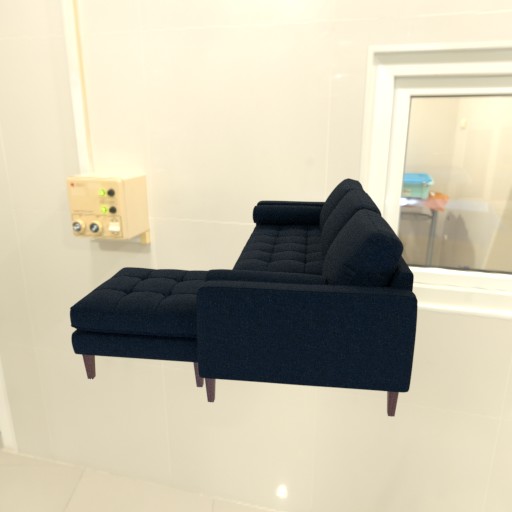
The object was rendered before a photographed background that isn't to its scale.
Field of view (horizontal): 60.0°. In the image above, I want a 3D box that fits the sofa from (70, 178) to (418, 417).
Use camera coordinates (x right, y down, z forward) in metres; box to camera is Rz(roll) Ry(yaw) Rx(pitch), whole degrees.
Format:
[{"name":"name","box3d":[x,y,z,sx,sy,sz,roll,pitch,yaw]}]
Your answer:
[{"name":"sofa","box3d":[0.000,0.000,2.953,1.613,0.841,2.185,2,17,7]}]
